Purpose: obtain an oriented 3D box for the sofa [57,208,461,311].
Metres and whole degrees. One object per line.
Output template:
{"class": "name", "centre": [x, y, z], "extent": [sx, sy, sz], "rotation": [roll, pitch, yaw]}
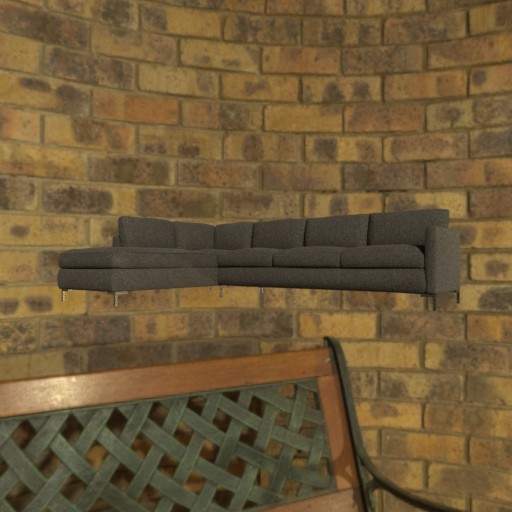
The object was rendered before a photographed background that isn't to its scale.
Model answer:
{"class": "sofa", "centre": [0.000, 0.000, 3.857], "extent": [2.949, 0.815, 2.007], "rotation": [-1, -1, 36]}
